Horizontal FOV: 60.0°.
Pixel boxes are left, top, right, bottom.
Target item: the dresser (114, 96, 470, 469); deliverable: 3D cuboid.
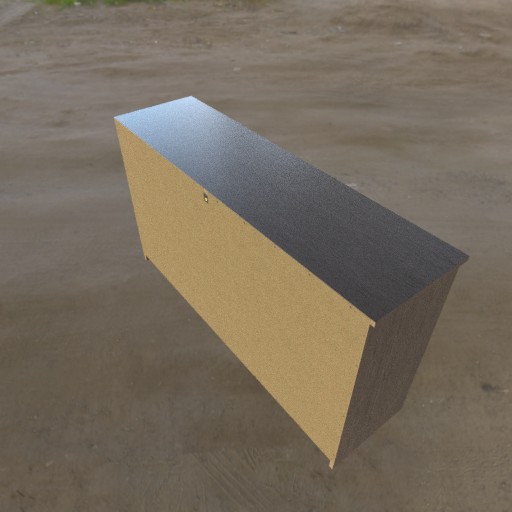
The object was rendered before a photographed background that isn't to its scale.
[{"bbox_3d":[0.000,0.000,1.714,0.401,0.755,1.360,-27,48,-28],"label":"dresser"}]
